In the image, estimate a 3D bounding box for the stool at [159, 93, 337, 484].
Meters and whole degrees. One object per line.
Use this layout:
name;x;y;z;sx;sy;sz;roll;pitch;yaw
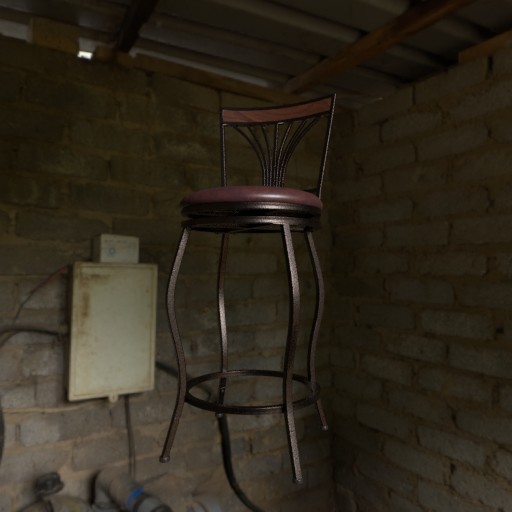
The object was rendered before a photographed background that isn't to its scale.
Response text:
stool;0.000;0.000;1.371;0.433;1.117;0.514;0;-1;19
